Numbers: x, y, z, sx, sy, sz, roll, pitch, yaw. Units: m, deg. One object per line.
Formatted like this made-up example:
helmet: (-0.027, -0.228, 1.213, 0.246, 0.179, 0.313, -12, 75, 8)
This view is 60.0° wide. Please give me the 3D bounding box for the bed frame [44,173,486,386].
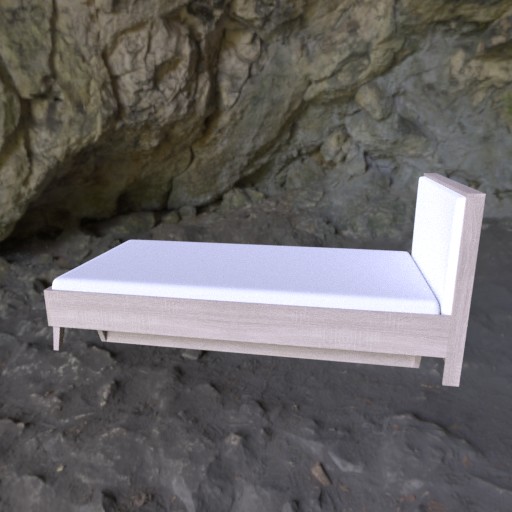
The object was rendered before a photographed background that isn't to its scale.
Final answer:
bed frame: (0.000, 0.000, 2.639, 2.140, 0.920, 0.990, 3, 16, 10)
